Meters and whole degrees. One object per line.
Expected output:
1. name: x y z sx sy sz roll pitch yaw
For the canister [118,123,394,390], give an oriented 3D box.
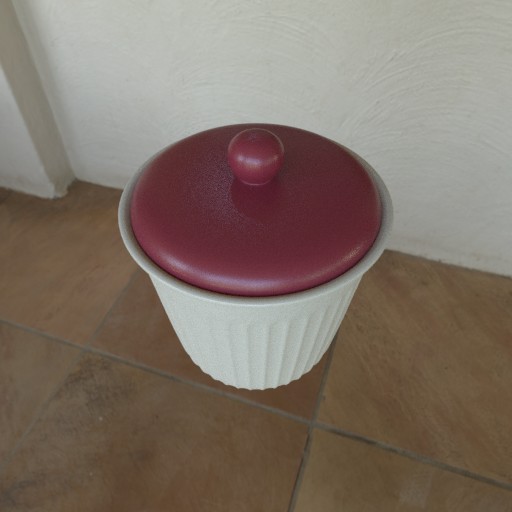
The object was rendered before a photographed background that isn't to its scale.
1. canister: 0.000 0.000 0.340 0.181 0.211 0.181 0 47 0
